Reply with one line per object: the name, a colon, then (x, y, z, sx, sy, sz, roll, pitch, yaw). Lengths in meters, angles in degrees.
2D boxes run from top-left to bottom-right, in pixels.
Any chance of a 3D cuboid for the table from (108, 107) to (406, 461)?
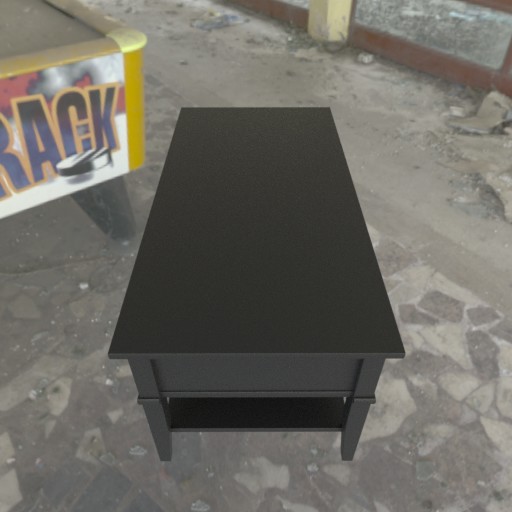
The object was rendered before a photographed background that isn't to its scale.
table: (0.000, 0.000, 1.321, 0.523, 0.470, 1.044, 0, 42, 0)
